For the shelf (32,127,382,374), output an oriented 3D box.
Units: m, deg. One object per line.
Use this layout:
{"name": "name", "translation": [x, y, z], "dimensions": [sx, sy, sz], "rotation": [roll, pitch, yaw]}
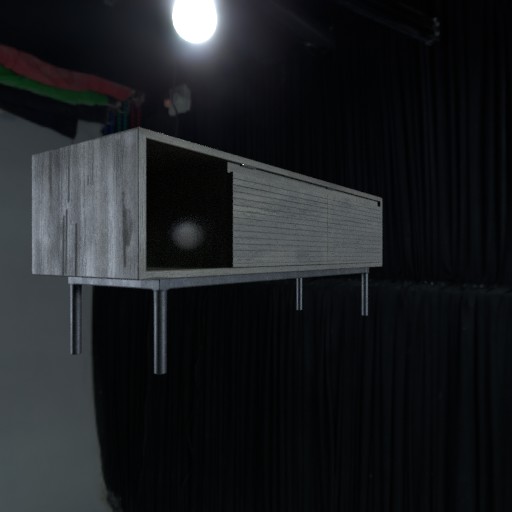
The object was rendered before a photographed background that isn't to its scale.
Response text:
{"name": "shelf", "translation": [0.000, 0.000, 1.483], "dimensions": [0.400, 0.495, 1.300], "rotation": [0, 0, 36]}
